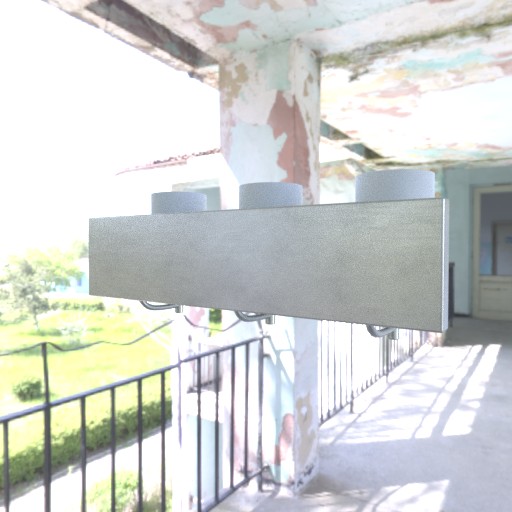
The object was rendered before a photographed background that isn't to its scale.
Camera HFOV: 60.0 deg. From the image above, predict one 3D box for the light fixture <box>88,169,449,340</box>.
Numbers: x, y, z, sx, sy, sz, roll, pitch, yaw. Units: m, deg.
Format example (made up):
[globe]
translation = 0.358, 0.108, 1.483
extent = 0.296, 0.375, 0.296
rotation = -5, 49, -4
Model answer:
[light fixture]
translation = 0.000, 0.000, 0.529
extent = 0.451, 0.172, 0.145
rotation = 1, 2, 35
